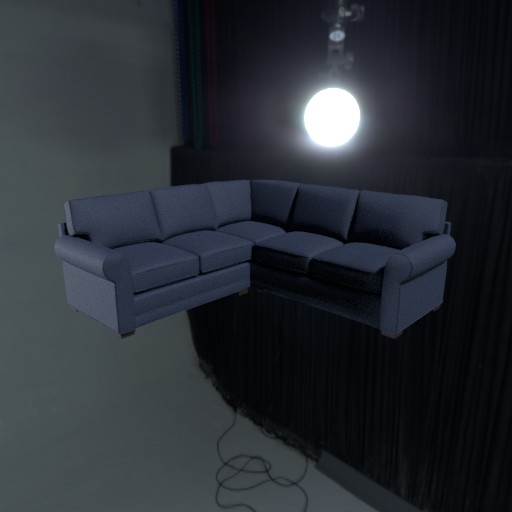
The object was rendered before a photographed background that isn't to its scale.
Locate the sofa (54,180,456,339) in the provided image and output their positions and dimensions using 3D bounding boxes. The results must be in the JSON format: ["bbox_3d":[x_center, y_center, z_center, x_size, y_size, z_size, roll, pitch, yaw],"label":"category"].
[{"bbox_3d":[0.000,0.000,3.871,2.562,1.042,2.487,14,21,41],"label":"sofa"}]
